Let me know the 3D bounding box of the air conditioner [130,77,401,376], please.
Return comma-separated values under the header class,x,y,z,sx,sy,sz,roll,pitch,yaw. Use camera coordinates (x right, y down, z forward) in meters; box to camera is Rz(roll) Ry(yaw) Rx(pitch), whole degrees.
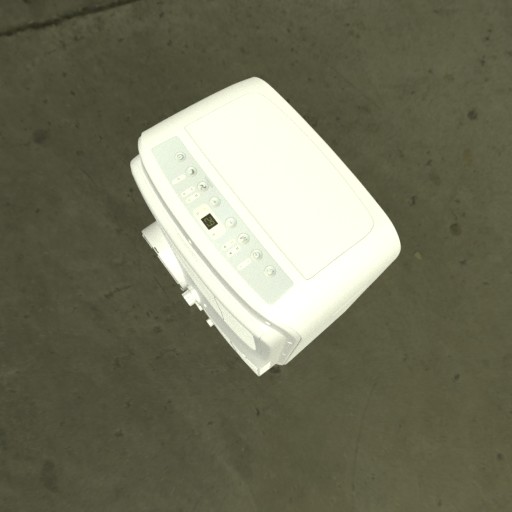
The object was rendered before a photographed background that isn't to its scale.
class,x,y,z,sx,sy,sz,roll,pitch,yaw
air conditioner,0.000,0.000,0.995,0.365,0.700,0.454,-36,77,-10
